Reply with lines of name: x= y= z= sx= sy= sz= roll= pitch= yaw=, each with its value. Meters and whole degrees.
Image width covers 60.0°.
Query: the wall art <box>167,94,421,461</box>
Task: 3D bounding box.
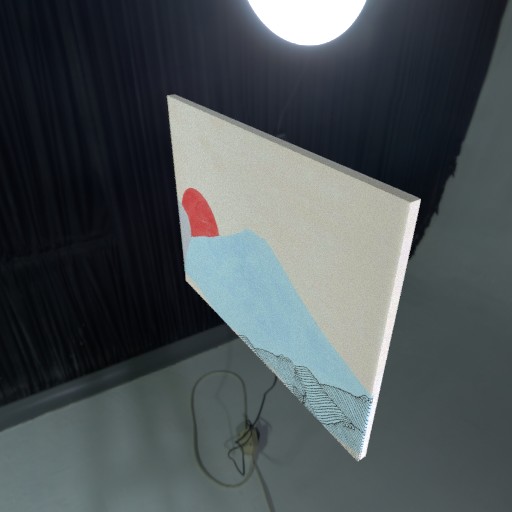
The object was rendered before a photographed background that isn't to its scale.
wall art: x=0.000 y=0.000 z=1.615 sx=0.042 sy=0.912 sz=1.219 roll=-20 pitch=37 yaw=-28
